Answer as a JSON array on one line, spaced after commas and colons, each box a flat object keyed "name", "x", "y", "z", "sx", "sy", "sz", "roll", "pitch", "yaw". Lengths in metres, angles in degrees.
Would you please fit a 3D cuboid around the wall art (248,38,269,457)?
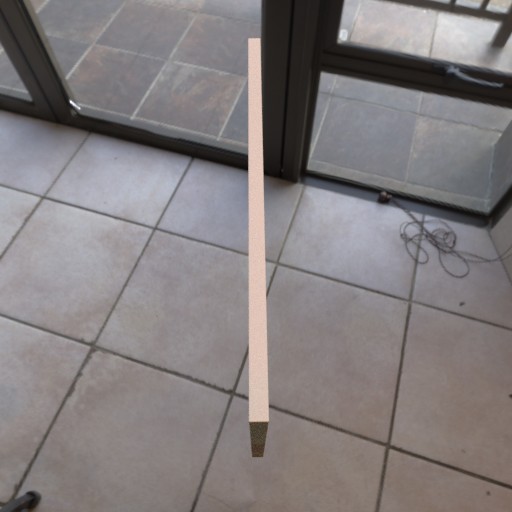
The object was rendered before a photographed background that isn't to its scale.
[{"name": "wall art", "x": 0.000, "y": 0.000, "z": 1.931, "sx": 0.051, "sy": 1.016, "sz": 1.520, "roll": 0, "pitch": 61, "yaw": 0}]
